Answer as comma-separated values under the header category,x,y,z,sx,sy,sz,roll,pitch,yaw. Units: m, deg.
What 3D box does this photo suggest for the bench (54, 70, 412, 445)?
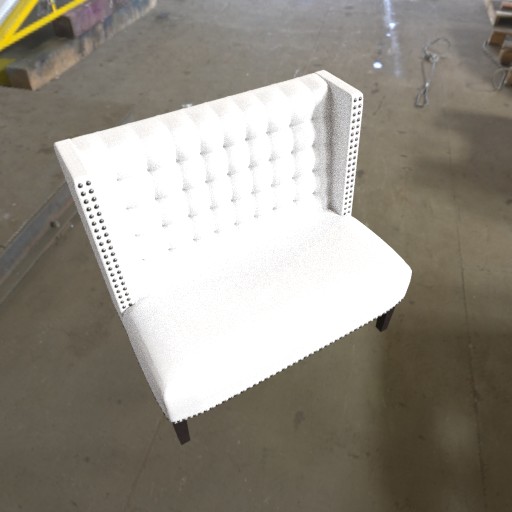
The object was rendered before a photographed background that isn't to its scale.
category,x,y,z,sx,sy,sz,roll,pitch,yaw
bench,0.000,0.000,2.009,1.280,1.123,0.847,-23,50,-21
